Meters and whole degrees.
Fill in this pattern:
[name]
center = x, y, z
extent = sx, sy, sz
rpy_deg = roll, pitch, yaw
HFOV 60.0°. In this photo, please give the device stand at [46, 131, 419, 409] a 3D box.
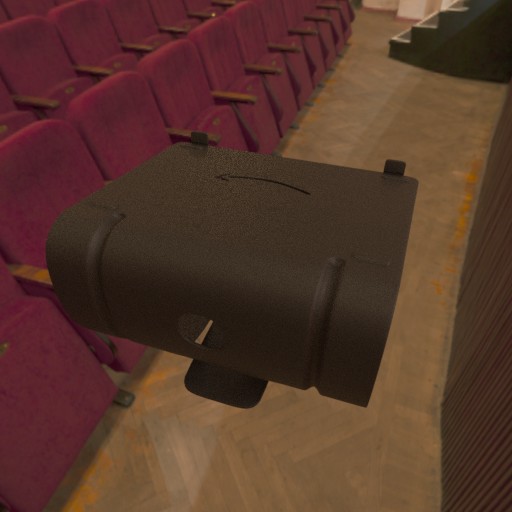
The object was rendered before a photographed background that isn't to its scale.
[device stand]
center = 0.000, 0.000, 0.403
extent = 0.256, 0.155, 0.236
rpy_deg = 12, 41, 14
